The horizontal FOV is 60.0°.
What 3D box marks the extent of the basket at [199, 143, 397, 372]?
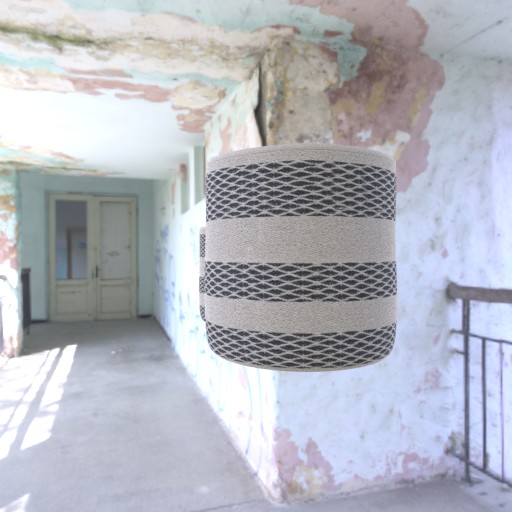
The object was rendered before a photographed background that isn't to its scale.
[{"bbox_3d":[0.000,0.000,1.104,0.351,0.356,0.917,0,1,-16],"label":"basket"}]
